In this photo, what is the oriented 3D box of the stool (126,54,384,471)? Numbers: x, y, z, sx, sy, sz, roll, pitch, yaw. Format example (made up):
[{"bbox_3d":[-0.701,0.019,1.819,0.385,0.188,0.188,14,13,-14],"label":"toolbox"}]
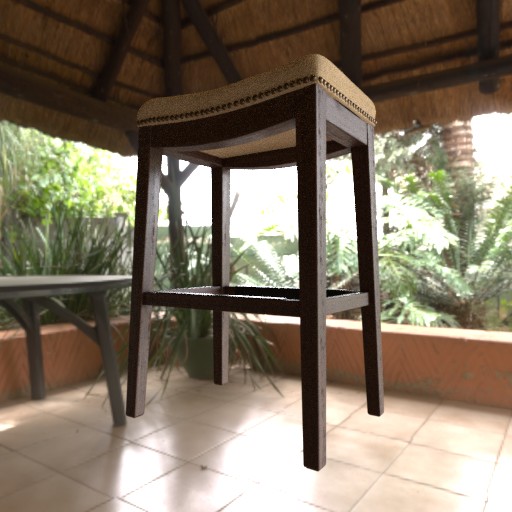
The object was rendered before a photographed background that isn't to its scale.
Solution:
[{"bbox_3d":[0.000,0.000,1.073,0.509,0.768,0.363,0,-1,34],"label":"stool"}]
